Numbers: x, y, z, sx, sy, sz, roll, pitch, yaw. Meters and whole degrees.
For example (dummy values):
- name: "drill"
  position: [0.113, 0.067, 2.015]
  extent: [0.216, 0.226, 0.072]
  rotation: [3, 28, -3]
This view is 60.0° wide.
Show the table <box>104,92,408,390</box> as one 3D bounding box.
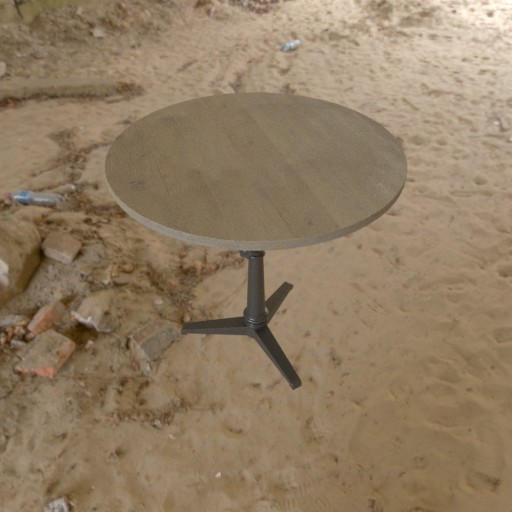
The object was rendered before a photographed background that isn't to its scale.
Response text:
- name: "table"
  position: [0.000, 0.000, 1.463]
  extent: [0.800, 0.780, 0.800]
  rotation: [0, 41, 0]
